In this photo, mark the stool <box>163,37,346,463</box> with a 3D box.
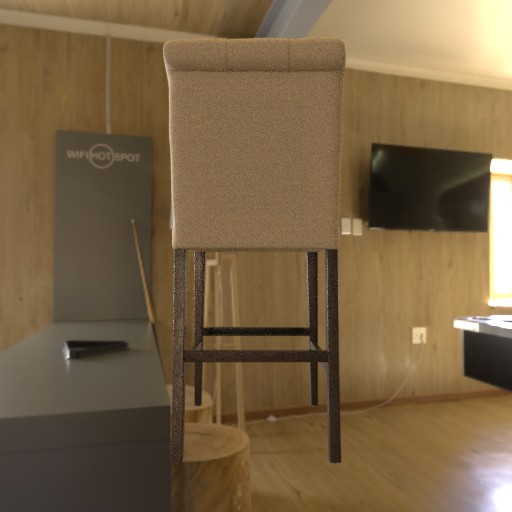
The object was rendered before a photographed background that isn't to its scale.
[{"bbox_3d":[0.000,0.000,1.405,0.482,1.118,0.610,0,-1,0],"label":"stool"}]
